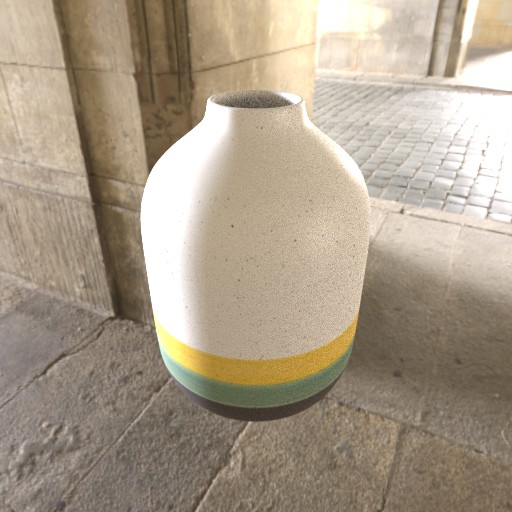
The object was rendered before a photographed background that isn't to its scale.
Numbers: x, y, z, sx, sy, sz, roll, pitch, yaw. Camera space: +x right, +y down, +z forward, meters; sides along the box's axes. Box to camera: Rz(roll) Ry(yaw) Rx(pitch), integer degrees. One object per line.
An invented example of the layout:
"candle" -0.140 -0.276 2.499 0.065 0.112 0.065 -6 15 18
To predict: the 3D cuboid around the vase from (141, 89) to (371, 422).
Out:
"vase" 0.000 0.000 0.352 0.169 0.240 0.169 0 31 0
